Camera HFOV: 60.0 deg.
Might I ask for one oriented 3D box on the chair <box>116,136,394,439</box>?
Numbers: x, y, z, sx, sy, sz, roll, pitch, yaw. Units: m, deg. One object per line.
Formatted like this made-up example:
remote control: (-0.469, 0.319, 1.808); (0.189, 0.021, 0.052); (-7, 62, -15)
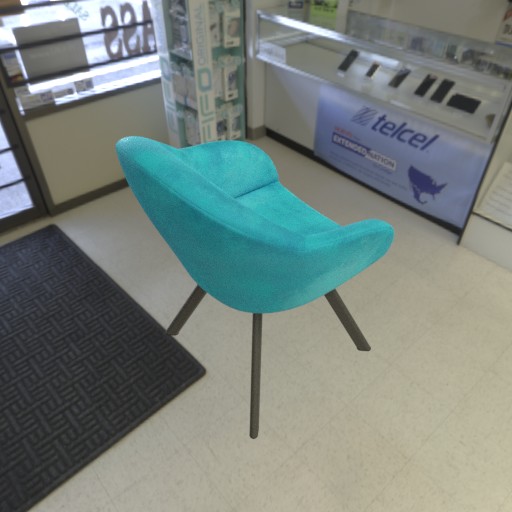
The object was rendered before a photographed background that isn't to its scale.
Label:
chair: (0.000, 0.000, 1.208); (0.590, 0.795, 0.550); (-28, 48, -28)
